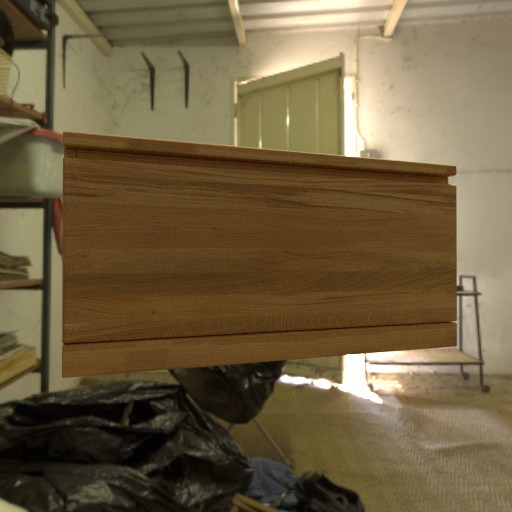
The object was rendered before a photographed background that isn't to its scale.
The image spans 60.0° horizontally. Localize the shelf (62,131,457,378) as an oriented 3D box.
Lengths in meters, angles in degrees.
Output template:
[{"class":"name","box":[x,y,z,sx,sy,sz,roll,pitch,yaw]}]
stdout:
[{"class":"shelf","box":[0.000,0.000,1.035,0.800,0.400,0.400,0,-1,-19]}]
